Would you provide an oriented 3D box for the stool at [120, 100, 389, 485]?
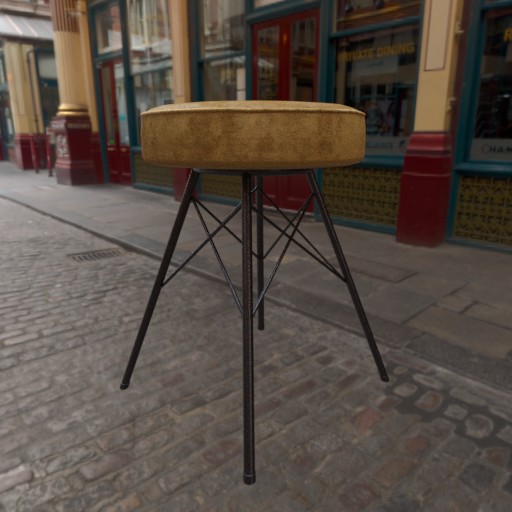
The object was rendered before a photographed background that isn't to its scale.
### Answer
[{"bbox_3d":[0.000,0.000,0.927,0.472,0.595,0.438,-13,20,-41],"label":"stool"}]
